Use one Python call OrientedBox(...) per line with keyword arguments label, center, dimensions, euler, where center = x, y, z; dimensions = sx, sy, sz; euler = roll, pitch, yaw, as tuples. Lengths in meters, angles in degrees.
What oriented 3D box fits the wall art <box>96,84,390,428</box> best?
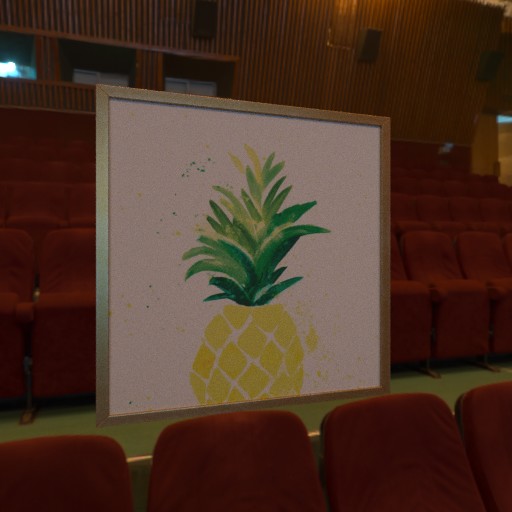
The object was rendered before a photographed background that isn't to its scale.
OrientedBox(label="wall art", center=(0.000, 0.000, 0.752), dimensions=(0.510, 0.509, 0.033), euler=(0, 0, -18))
